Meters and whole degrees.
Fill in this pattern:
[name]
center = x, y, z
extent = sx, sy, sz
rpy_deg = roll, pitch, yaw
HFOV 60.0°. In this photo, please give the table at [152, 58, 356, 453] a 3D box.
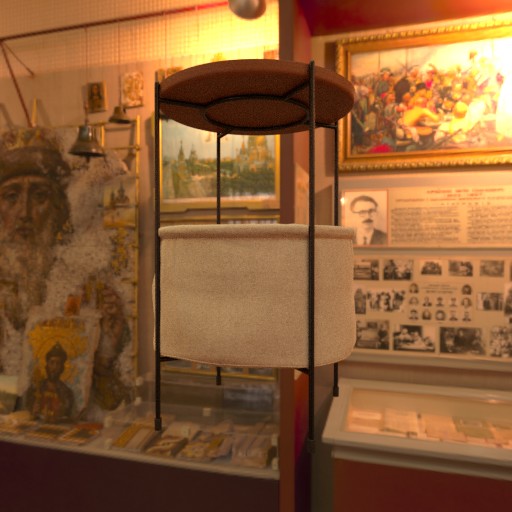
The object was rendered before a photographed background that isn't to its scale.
[table]
center = 0.000, 0.000, 0.884
extent = 0.393, 0.623, 0.393
rpy_deg = 0, 1, 18
